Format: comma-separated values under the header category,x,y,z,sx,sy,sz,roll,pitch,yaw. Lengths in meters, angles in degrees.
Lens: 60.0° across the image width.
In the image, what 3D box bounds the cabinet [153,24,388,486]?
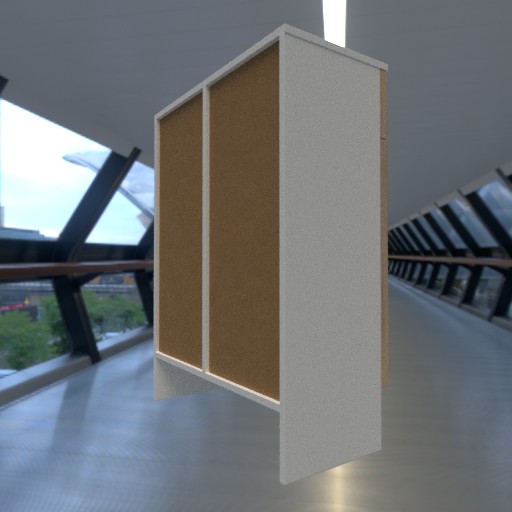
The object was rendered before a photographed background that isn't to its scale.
category,x,y,z,sx,sy,sz,roll,pitch,yaw
cabinet,0.000,0.000,1.111,0.296,0.815,0.600,1,-1,-35
